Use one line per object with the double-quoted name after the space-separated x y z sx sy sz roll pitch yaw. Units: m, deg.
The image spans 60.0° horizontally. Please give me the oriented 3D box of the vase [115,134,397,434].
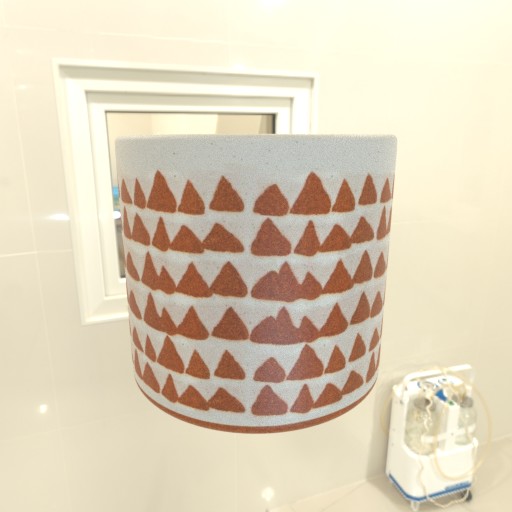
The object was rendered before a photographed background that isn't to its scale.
0.000 0.000 0.240 0.137 0.127 0.137 0 15 0 "vase"
